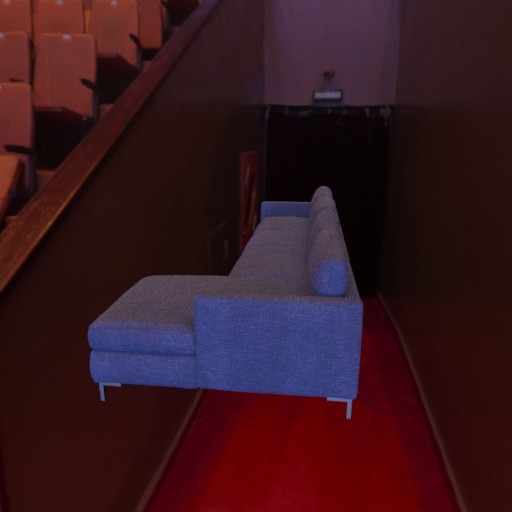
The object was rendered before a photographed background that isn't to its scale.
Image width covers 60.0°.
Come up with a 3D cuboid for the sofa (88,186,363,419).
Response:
[{"bbox_3d":[0.000,0.000,3.488,1.350,0.810,2.932,2,16,7],"label":"sofa"}]
